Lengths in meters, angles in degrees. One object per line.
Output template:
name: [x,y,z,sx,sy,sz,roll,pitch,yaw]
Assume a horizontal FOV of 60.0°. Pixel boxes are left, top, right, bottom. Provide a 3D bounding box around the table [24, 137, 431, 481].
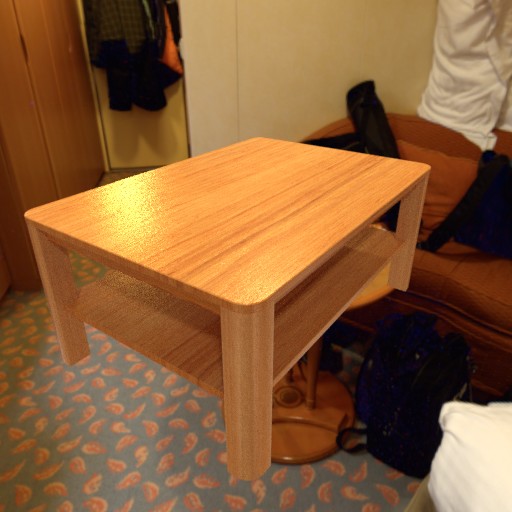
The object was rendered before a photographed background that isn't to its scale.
table: [0.000,0.000,1.345,0.696,0.445,0.997,18,33,31]
